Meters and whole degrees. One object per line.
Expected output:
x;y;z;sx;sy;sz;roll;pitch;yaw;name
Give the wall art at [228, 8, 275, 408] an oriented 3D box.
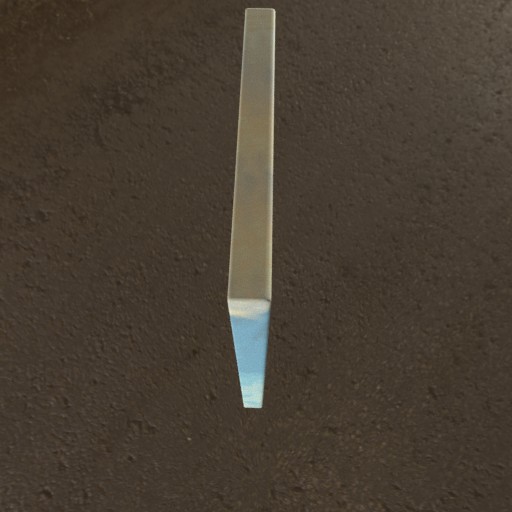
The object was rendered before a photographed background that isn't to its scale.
0.000;0.000;0.745;0.038;0.610;0.401;1;63;1;wall art
